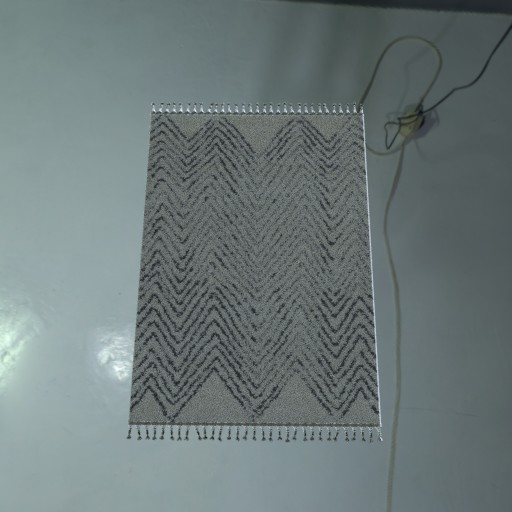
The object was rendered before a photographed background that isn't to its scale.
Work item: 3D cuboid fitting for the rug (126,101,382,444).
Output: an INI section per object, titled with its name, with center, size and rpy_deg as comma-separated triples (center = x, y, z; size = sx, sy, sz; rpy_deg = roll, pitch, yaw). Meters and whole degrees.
[rug]
center = 0.000, 0.000, 2.340
size = 1.230, 0.014, 1.847
rpy_deg = 0, 76, 0
